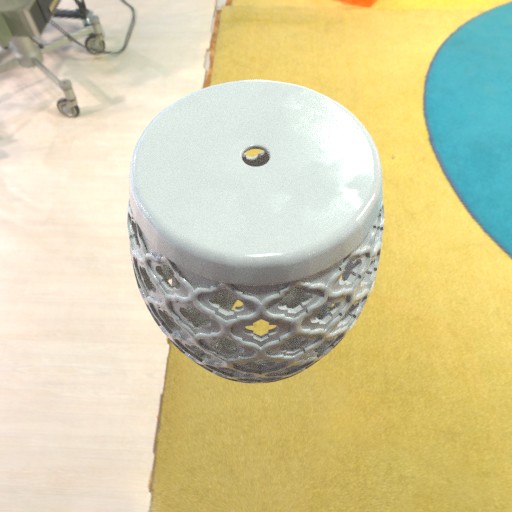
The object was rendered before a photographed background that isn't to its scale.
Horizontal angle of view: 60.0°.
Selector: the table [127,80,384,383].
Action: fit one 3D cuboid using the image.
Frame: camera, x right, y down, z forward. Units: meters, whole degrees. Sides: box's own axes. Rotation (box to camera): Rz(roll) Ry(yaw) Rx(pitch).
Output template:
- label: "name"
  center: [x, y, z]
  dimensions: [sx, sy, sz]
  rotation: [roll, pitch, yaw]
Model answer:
- label: "table"
  center: [0.000, 0.000, 0.621]
  dimensions: [0.325, 0.388, 0.325]
  rotation: [0, 58, 0]
